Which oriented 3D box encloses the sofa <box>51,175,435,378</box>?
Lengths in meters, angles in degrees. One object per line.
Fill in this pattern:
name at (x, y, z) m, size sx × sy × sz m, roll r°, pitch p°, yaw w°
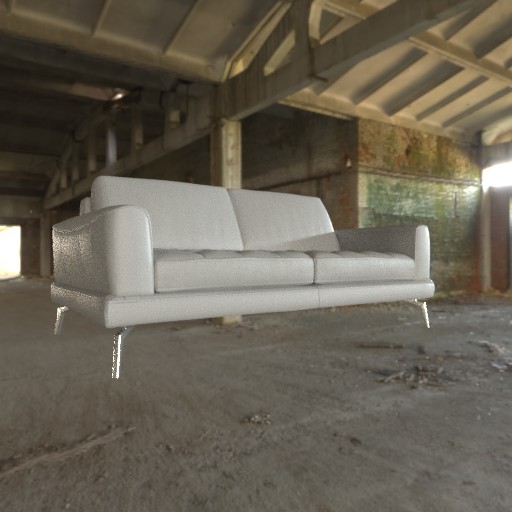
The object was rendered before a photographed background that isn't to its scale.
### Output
sofa at (0.000, 0.000, 2.730) m, size 2.177 × 0.930 × 1.121 m, roll 0°, pitch 0°, yaw -35°
